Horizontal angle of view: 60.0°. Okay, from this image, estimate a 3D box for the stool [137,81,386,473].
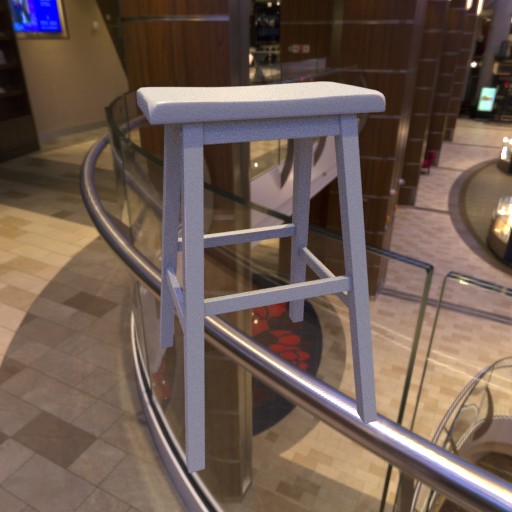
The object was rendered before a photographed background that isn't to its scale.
[{"bbox_3d":[0.000,0.000,1.043,0.457,0.737,0.476,-8,28,-16],"label":"stool"}]
